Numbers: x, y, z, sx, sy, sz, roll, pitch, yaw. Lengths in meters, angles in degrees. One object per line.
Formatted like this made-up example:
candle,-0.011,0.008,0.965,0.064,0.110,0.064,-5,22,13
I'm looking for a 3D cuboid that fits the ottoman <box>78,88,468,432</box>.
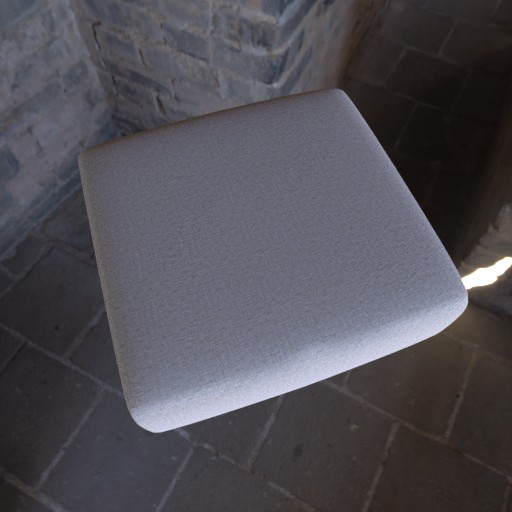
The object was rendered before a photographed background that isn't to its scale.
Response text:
ottoman,0.000,0.000,1.054,0.655,0.399,0.648,-17,63,-9
